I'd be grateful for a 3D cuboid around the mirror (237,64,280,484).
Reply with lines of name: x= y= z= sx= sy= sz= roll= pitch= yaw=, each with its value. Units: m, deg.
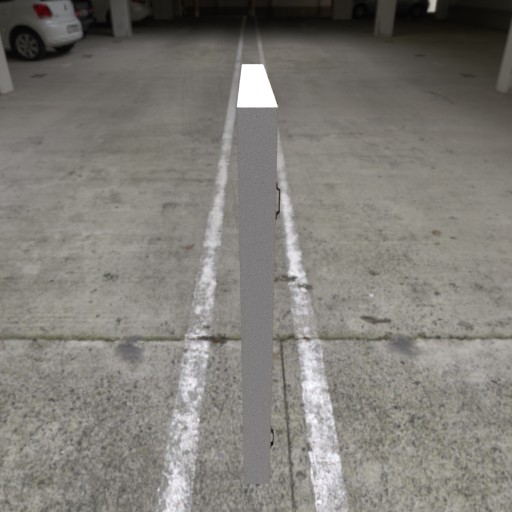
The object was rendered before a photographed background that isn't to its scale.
mirror: x=0.000 y=0.000 z=0.680 sx=0.041 sy=0.508 sz=0.405 roll=0 pitch=28 yaw=-1
